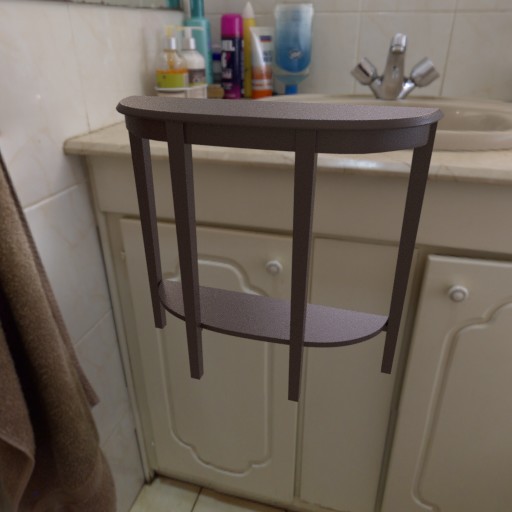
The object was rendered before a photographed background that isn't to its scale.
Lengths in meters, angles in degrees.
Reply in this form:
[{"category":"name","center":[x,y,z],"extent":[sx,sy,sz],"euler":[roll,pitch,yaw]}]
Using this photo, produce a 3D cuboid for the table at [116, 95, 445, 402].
[{"category":"table","center":[0.000,0.000,1.299],"extent":[0.909,0.831,0.274],"euler":[8,28,16]}]
